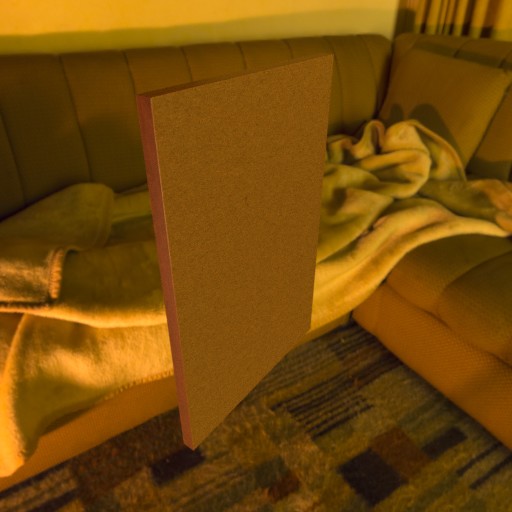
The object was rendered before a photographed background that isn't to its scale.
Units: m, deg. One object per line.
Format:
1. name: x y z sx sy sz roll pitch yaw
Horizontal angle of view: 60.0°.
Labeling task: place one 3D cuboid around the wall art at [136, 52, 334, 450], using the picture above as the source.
1. wall art: 0.000 0.000 1.165 0.037 0.914 0.610 22 38 31
